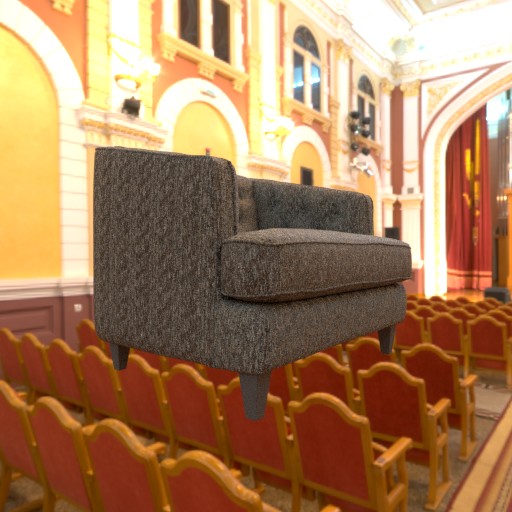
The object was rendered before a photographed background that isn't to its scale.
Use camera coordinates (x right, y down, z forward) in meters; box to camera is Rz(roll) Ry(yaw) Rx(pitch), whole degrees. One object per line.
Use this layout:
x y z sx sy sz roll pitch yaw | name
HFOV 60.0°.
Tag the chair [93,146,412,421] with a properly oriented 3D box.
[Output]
0.000 0.000 1.764 0.941 0.852 1.104 0 1 37 | chair
